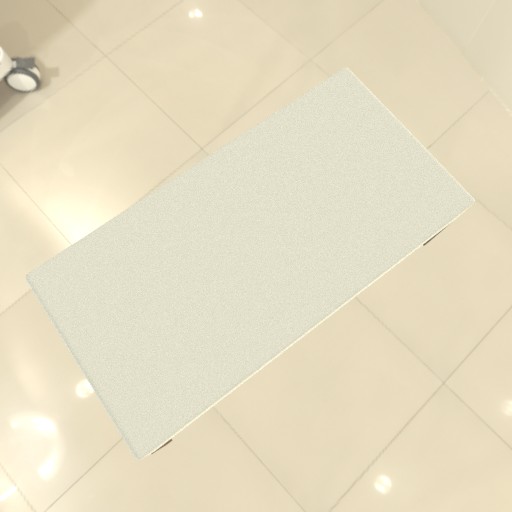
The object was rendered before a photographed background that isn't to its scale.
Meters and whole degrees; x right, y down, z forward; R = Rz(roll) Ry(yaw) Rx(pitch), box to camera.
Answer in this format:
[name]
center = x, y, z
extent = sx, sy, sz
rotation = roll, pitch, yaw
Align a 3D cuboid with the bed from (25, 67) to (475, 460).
[bed]
center = 0.000, 0.000, 2.327
extent = 1.902, 0.616, 0.961
rotation = -36, 76, -10
